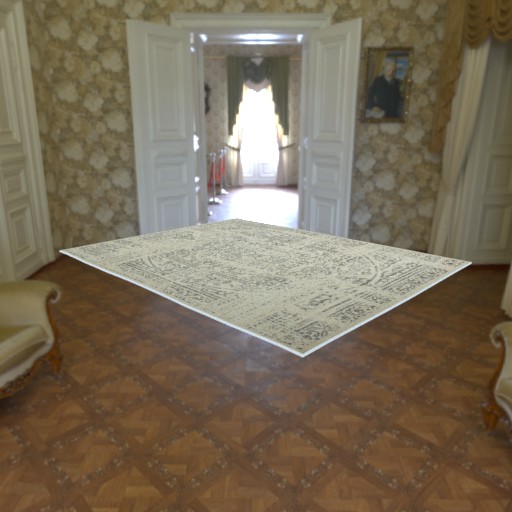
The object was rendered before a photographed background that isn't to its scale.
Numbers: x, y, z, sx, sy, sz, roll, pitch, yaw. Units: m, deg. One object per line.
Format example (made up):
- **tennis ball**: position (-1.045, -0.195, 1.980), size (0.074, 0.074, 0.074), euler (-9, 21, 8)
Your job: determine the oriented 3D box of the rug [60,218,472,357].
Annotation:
- **rug**: position (0.000, 0.000, 3.963), size (2.921, 0.032, 2.311), euler (15, 21, 42)
